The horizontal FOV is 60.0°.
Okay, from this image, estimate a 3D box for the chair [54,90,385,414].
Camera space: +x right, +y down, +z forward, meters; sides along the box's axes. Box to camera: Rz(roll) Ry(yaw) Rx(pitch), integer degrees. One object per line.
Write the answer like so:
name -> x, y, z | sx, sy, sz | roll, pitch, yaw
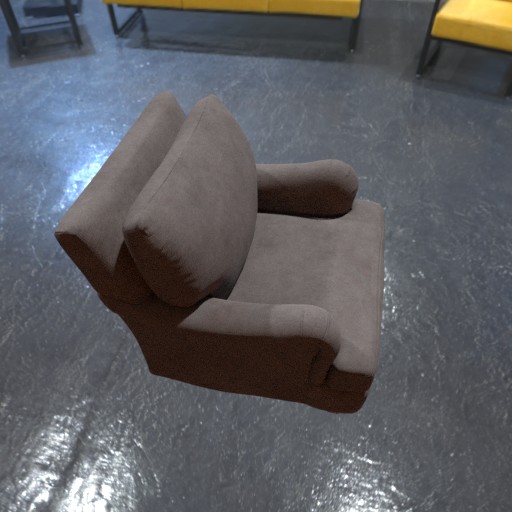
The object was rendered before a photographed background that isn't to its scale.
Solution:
chair -> 0.000, 0.000, 1.851 | 1.070, 0.997, 0.955 | 9, 49, 8
